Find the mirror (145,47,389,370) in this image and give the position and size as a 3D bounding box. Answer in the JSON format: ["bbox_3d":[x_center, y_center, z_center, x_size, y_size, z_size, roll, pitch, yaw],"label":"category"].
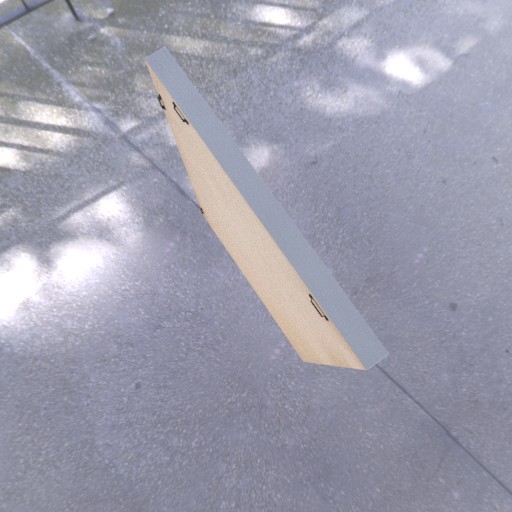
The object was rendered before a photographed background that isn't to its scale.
[{"bbox_3d":[0.000,0.000,0.917,0.039,0.710,0.507,-34,80,-7],"label":"mirror"}]
